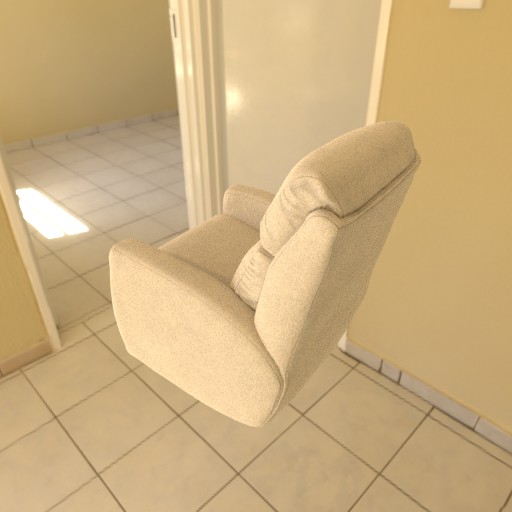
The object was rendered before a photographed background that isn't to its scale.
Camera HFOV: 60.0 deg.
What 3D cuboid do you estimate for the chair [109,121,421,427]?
[{"bbox_3d":[0.000,0.000,1.696,0.940,1.021,0.794,21,38,30],"label":"chair"}]
